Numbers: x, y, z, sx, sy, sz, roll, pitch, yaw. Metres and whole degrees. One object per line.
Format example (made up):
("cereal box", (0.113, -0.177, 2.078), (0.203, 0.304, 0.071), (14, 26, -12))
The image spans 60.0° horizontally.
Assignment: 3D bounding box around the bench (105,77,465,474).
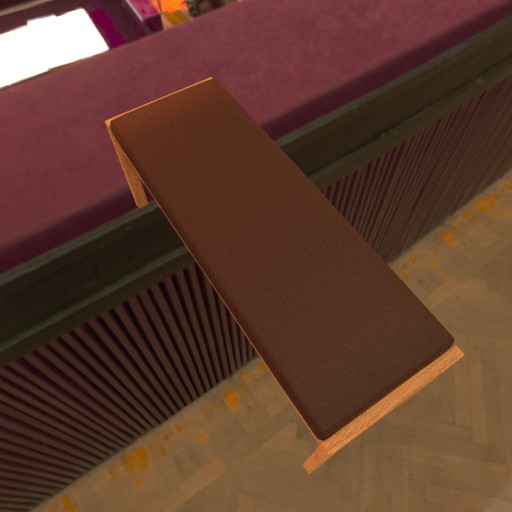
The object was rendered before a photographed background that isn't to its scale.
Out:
("bench", (0.000, 0.000, 1.427), (0.405, 0.480, 1.200), (-29, 64, -16))
